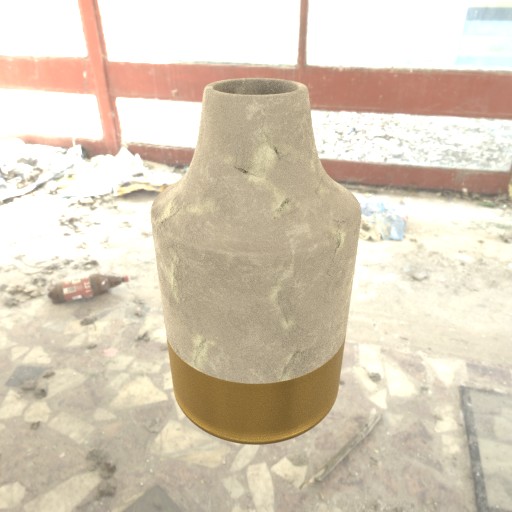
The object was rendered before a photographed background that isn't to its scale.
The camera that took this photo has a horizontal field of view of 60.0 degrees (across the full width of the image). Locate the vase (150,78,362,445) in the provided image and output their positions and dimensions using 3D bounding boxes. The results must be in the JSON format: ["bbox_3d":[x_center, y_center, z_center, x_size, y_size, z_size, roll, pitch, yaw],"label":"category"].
[{"bbox_3d":[0.000,0.000,0.419,0.184,0.305,0.184,0,31,0],"label":"vase"}]
